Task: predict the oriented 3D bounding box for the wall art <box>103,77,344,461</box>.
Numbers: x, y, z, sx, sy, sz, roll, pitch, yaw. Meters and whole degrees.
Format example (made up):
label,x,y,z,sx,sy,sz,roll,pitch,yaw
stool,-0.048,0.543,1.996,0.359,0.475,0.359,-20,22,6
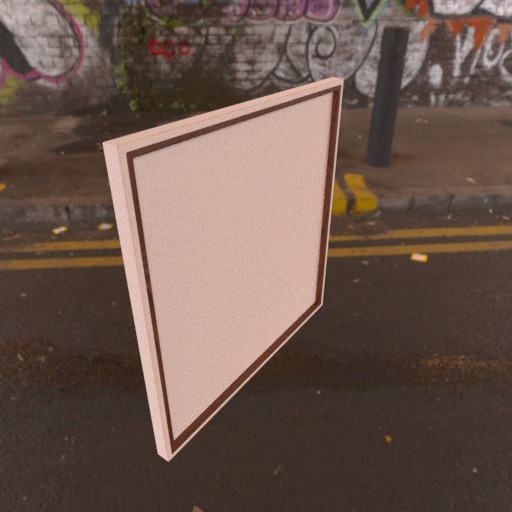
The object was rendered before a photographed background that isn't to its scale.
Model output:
label,x,y,z,sx,sy,sz,roll,pitch,yaw
wall art,0.000,0.000,1.503,0.049,1.009,1.009,20,36,30
